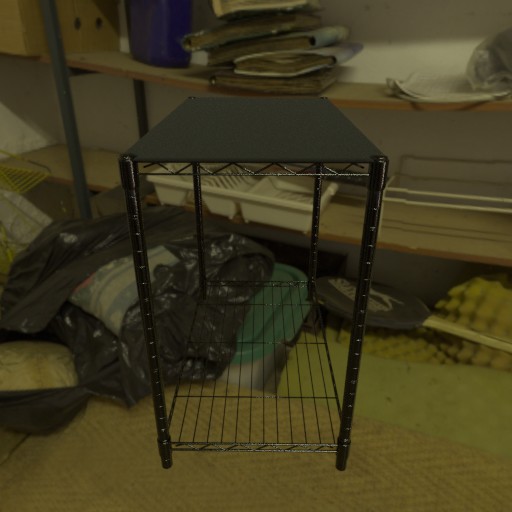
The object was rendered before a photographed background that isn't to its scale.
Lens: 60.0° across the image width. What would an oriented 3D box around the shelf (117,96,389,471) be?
[{"bbox_3d":[0.000,0.000,0.928,0.338,0.564,0.589,0,27,1],"label":"shelf"}]
